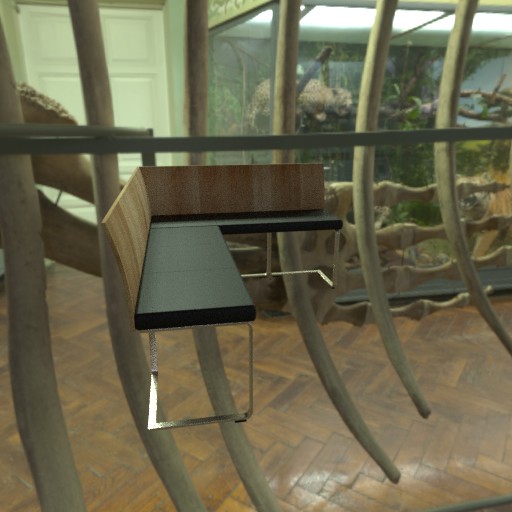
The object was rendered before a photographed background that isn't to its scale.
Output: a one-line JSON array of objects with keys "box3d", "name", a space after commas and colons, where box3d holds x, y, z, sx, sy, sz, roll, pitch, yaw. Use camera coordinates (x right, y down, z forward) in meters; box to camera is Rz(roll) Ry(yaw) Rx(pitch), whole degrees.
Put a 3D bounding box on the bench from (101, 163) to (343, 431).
[{"box3d": [0.000, 0.000, 2.766, 1.495, 0.930, 1.945, -3, 18, -10], "name": "bench"}]
